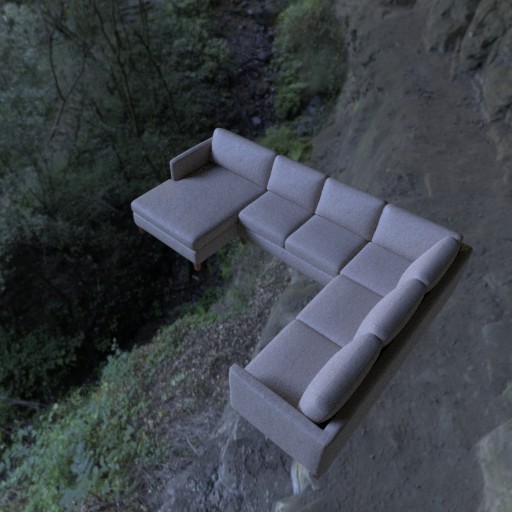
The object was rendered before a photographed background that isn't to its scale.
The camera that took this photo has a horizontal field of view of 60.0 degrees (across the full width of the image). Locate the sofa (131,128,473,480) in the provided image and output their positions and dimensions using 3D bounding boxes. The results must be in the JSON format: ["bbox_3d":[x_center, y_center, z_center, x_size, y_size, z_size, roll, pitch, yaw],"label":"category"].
[{"bbox_3d":[0.000,0.000,4.520,3.403,0.889,2.551,31,52,28],"label":"sofa"}]
